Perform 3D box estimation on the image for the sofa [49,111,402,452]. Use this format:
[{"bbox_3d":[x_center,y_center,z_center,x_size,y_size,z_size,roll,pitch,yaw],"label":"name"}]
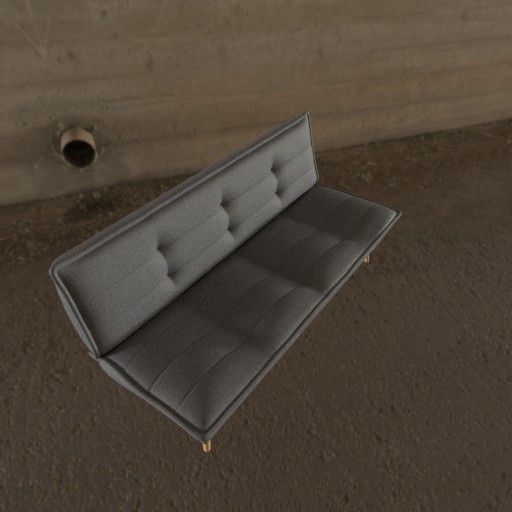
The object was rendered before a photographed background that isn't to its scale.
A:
[{"bbox_3d":[0.000,0.000,2.480,0.950,0.890,1.940,26,47,27],"label":"sofa"}]
